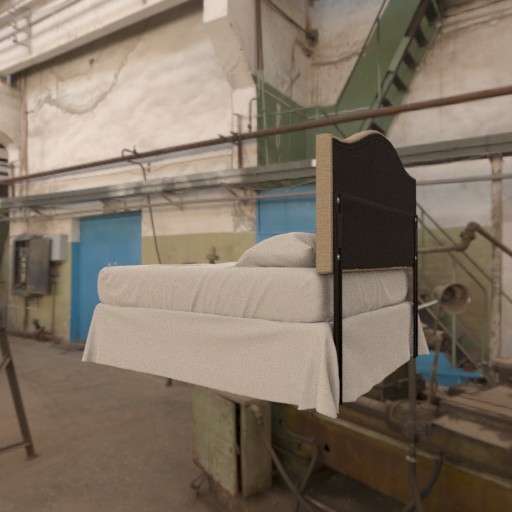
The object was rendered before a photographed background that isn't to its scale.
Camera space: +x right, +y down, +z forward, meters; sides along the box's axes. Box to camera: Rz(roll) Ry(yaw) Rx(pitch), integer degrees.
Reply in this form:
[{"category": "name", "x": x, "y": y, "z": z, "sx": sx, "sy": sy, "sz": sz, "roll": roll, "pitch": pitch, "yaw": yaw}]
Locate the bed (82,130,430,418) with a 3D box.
[{"category": "bed", "x": 0.000, "y": 0.000, "z": 3.552, "sx": 2.221, "sy": 1.645, "sz": 1.876, "roll": 0, "pitch": -1, "yaw": 35}]
